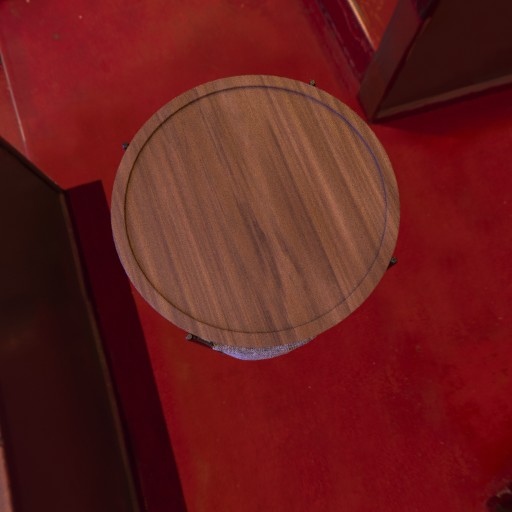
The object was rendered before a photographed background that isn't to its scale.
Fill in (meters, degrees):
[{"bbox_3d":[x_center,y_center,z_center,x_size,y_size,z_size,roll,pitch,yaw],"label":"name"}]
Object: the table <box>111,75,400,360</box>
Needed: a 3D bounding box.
[{"bbox_3d":[0.000,0.000,0.894,0.400,0.623,0.400,-20,77,-5],"label":"table"}]
